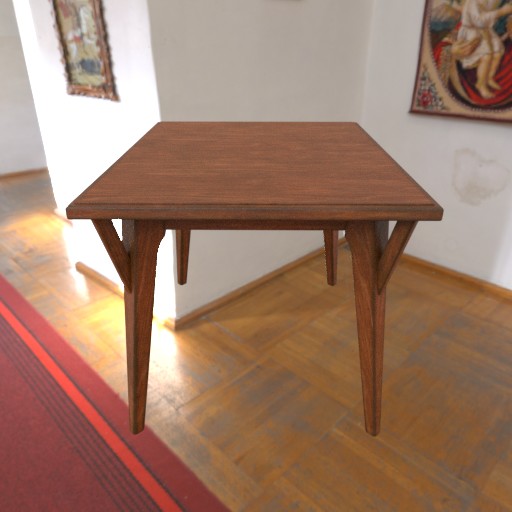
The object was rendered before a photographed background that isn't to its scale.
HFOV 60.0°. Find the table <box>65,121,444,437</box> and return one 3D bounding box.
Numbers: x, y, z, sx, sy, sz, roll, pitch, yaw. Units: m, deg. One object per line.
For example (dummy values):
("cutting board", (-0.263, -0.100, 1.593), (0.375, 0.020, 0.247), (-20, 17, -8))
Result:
("table", (0.000, 0.000, 1.590), (0.838, 0.761, 0.991), (0, 27, 1))
